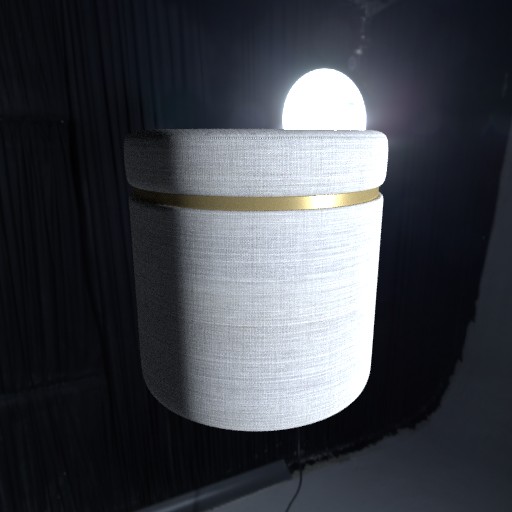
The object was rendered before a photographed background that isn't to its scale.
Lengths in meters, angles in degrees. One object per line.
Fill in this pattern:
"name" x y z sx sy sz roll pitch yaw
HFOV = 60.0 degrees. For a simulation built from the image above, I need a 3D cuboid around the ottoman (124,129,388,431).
"ottoman" 0.000 0.000 0.744 0.400 0.406 0.400 0 15 0
